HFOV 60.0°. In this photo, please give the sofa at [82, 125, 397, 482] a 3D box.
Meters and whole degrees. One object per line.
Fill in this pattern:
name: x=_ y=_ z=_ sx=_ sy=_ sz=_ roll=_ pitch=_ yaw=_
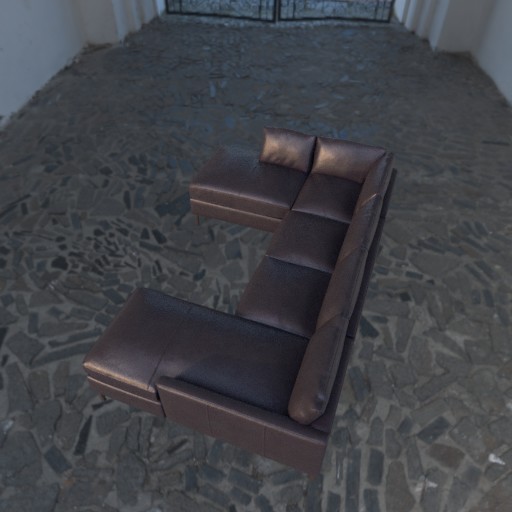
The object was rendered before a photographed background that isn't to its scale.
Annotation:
sofa: x=0.000 y=0.000 z=3.802 sx=1.939 sy=0.900 sz=2.956 roll=15 pitch=46 yaw=14
